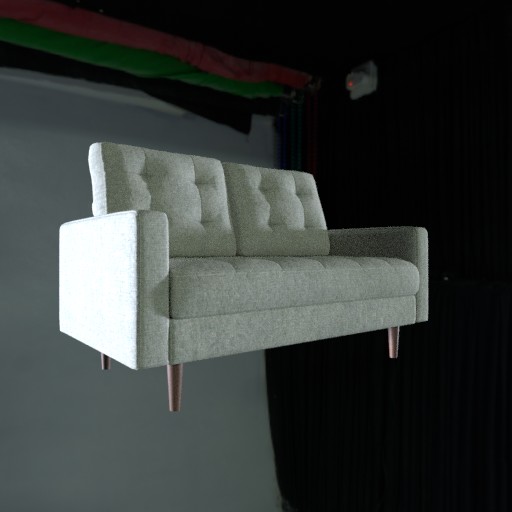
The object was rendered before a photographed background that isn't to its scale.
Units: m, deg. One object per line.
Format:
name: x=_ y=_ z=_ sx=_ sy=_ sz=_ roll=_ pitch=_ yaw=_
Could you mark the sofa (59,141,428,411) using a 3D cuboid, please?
sofa: x=0.000 y=0.000 z=1.898 sx=1.407 sy=0.907 sz=0.842 roll=0 pitch=1 yaw=-38
